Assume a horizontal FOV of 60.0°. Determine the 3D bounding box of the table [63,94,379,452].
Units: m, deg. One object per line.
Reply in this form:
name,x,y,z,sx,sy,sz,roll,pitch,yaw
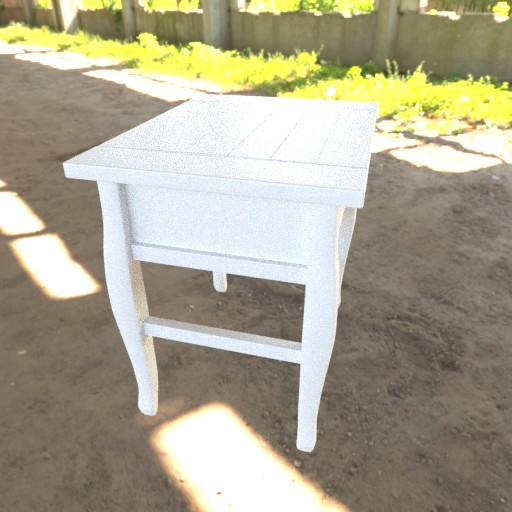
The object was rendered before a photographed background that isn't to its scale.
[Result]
table,0.000,0.000,1.037,0.463,0.605,0.599,8,31,13
